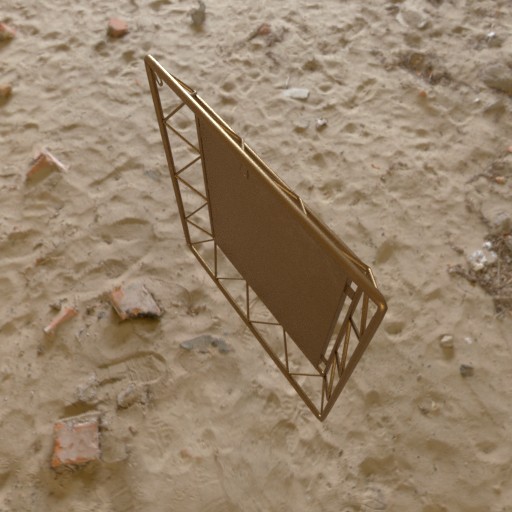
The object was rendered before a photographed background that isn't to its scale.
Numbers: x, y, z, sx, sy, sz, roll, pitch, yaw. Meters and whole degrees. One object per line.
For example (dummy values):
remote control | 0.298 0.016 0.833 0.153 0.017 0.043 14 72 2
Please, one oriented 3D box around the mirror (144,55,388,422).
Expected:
mirror | 0.000 0.000 0.621 0.046 0.414 0.416 -31 62 -18
